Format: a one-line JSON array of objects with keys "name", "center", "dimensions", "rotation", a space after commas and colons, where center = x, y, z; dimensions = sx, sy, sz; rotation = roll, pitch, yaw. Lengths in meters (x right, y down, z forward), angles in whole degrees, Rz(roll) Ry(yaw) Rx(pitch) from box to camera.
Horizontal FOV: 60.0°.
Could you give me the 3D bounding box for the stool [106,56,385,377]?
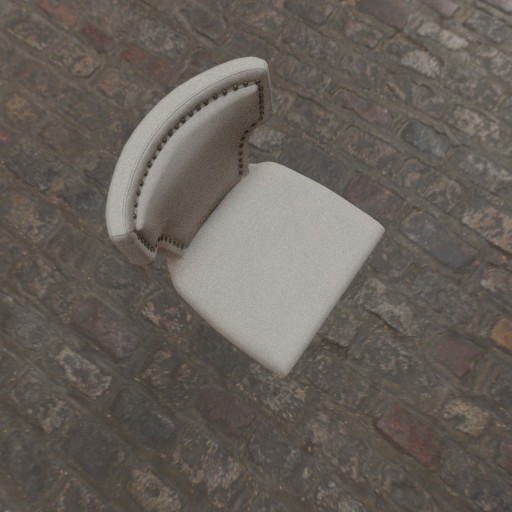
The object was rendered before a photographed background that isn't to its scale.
[{"name": "stool", "center": [0.000, 0.000, 1.395], "dimensions": [0.563, 1.092, 0.526], "rotation": [35, 78, 9]}]
